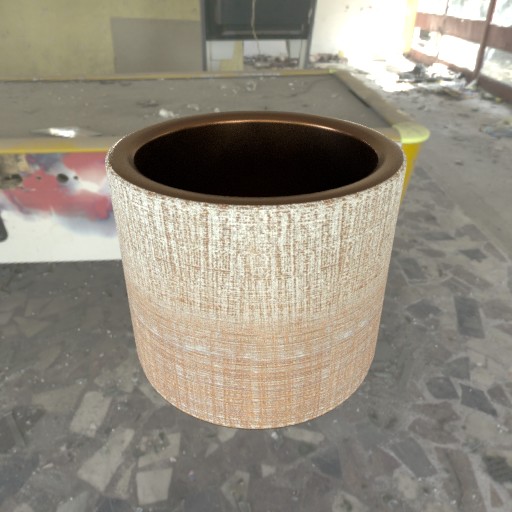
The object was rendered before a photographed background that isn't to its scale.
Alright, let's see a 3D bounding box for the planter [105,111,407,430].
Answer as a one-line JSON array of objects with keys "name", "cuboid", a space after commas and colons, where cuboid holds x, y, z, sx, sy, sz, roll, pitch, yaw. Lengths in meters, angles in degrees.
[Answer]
[{"name": "planter", "cuboid": [0.000, 0.000, 0.187, 0.109, 0.096, 0.109, 0, 31, 0]}]
